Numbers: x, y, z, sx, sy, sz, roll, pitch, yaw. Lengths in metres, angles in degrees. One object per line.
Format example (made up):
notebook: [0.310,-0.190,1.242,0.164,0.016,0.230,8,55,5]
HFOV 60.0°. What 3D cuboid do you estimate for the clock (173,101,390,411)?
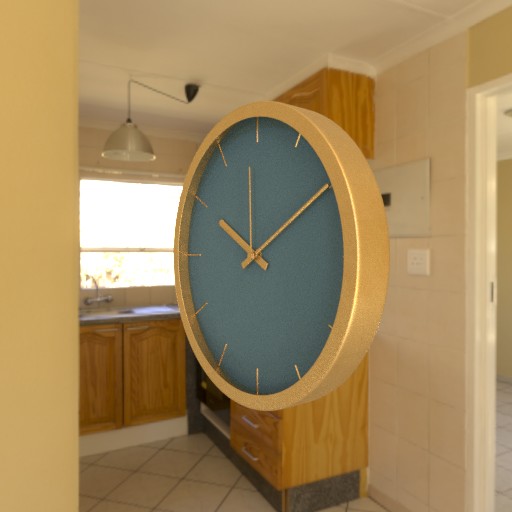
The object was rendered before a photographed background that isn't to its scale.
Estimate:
clock: [0.000,0.000,0.476,0.040,0.314,0.314,0,1,-37]
